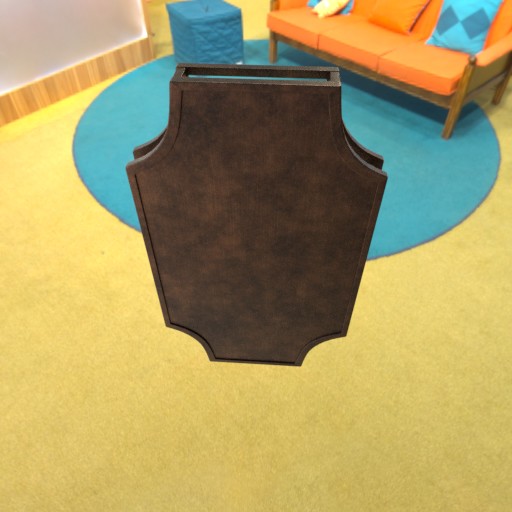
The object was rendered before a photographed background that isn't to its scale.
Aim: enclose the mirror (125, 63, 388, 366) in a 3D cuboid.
[{"bbox_3d":[0.000,0.000,0.976,0.462,0.811,0.066,3,46,3],"label":"mirror"}]
